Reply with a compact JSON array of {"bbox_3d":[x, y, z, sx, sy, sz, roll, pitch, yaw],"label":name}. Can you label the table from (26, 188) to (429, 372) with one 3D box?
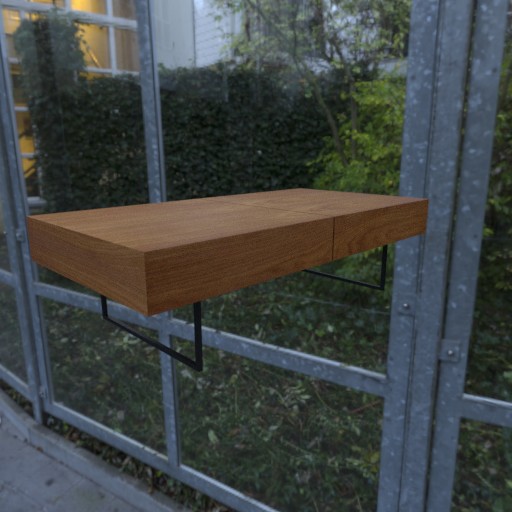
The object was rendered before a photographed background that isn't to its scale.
[{"bbox_3d":[0.000,0.000,1.470,0.610,0.330,1.194,13,19,43],"label":"table"}]
